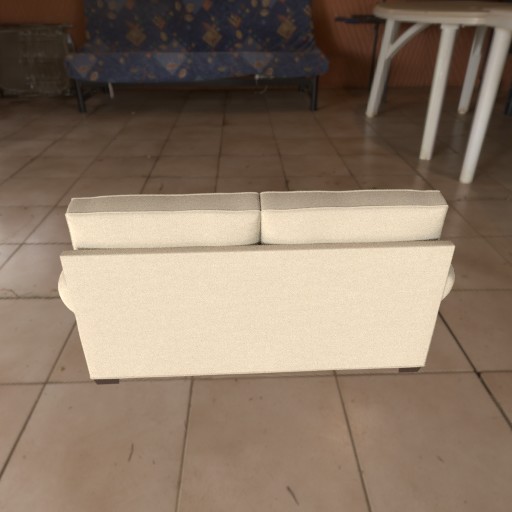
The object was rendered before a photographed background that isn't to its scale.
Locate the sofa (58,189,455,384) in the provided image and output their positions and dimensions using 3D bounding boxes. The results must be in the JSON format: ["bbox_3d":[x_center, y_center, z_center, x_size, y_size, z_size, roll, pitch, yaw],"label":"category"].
[{"bbox_3d":[0.000,0.000,2.307,1.774,0.933,0.861,-2,31,-3],"label":"sofa"}]
